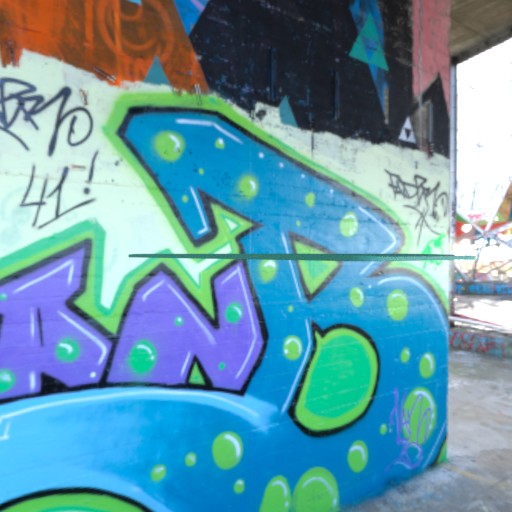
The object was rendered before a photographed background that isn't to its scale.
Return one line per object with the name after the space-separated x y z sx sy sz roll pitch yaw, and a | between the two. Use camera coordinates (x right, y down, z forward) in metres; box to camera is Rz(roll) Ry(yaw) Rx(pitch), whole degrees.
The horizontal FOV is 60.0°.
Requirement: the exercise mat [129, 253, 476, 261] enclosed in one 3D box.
0.000 0.000 2.118 0.616 0.021 1.869 0 0 -36 | exercise mat
